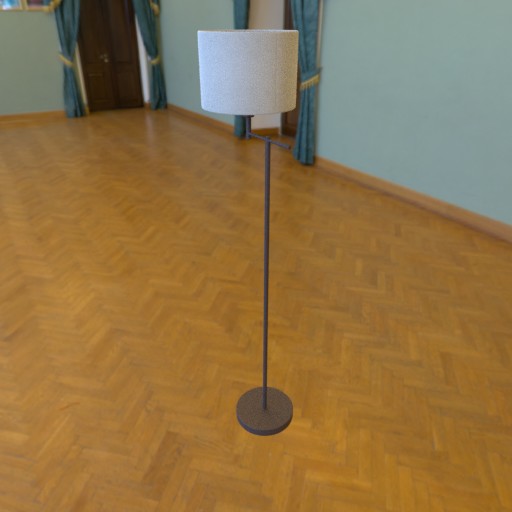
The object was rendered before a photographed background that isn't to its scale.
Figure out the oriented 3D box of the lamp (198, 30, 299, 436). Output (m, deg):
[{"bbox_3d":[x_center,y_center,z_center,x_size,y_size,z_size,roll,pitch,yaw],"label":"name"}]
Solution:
[{"bbox_3d":[0.000,0.000,1.766,0.324,1.600,0.416,-17,32,-29],"label":"lamp"}]
